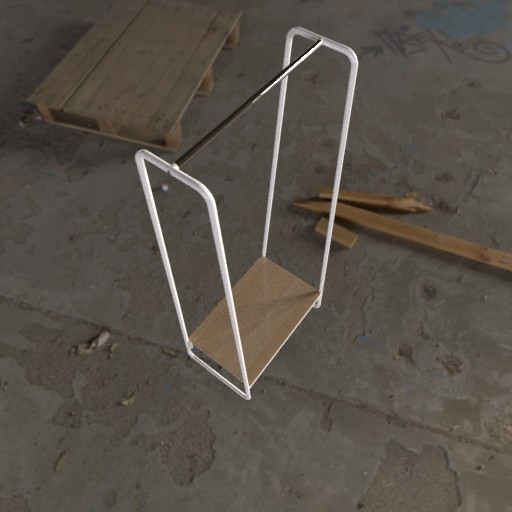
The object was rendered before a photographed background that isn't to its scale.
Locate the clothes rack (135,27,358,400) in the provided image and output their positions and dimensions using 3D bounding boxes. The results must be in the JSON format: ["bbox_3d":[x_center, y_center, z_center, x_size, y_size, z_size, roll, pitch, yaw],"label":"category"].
[{"bbox_3d":[0.000,0.000,1.738,0.400,1.500,0.640,33,63,19],"label":"clothes rack"}]
